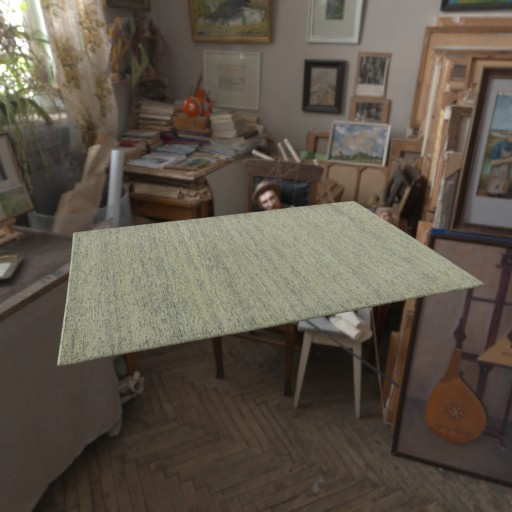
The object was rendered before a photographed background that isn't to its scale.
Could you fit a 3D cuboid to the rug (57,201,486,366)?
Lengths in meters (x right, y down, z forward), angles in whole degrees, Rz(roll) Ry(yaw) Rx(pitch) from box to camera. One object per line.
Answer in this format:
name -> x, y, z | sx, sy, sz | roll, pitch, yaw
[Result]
rug -> 0.000, 0.000, 2.321 | 1.846, 0.014, 1.243 | -8, 27, -16
